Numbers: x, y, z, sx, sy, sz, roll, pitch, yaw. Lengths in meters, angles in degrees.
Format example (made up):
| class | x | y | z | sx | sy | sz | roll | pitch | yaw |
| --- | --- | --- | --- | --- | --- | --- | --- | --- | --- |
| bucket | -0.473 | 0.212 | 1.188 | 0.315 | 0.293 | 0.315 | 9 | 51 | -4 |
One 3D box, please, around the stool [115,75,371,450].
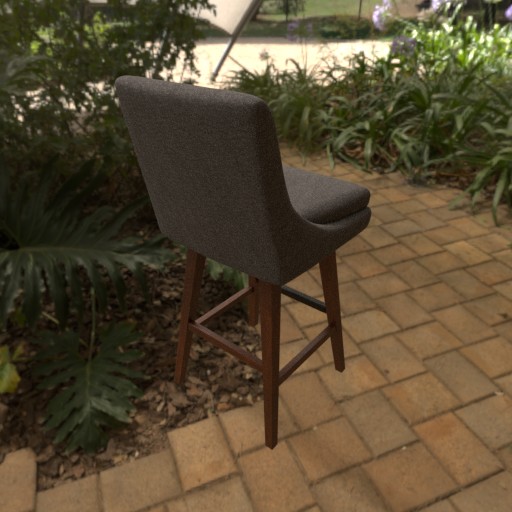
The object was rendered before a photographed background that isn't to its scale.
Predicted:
| class | x | y | z | sx | sy | sz | roll | pitch | yaw |
| --- | --- | --- | --- | --- | --- | --- | --- | --- | --- |
| stool | 0.000 | 0.000 | 1.371 | 0.489 | 1.068 | 0.572 | 22 | 37 | 33 |
